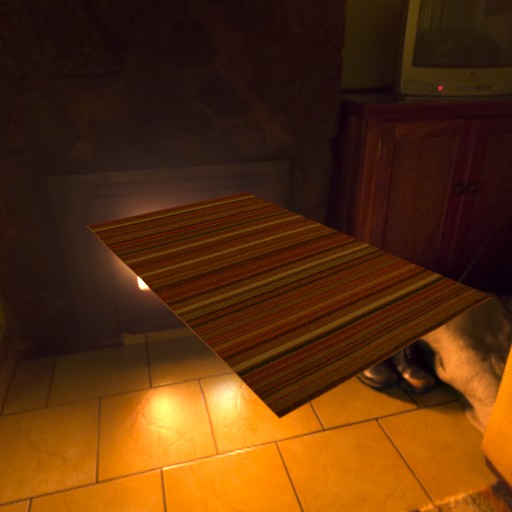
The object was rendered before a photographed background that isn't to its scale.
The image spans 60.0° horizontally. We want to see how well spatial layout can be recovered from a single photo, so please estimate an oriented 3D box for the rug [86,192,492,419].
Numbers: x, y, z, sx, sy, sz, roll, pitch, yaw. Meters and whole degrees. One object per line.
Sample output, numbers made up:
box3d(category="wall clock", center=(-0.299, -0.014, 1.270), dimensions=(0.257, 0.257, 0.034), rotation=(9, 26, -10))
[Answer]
box3d(category="rug", center=(0.000, 0.000, 2.972), dimensions=(1.523, 0.008, 2.438), rotation=(-17, 30, -32))
